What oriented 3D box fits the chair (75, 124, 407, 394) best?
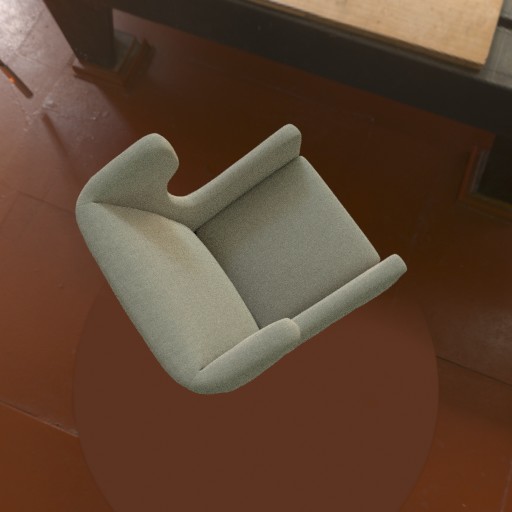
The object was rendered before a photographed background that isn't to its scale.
[{"bbox_3d":[0.000,0.000,1.711,0.899,1.079,0.778,-34,78,-8],"label":"chair"}]
